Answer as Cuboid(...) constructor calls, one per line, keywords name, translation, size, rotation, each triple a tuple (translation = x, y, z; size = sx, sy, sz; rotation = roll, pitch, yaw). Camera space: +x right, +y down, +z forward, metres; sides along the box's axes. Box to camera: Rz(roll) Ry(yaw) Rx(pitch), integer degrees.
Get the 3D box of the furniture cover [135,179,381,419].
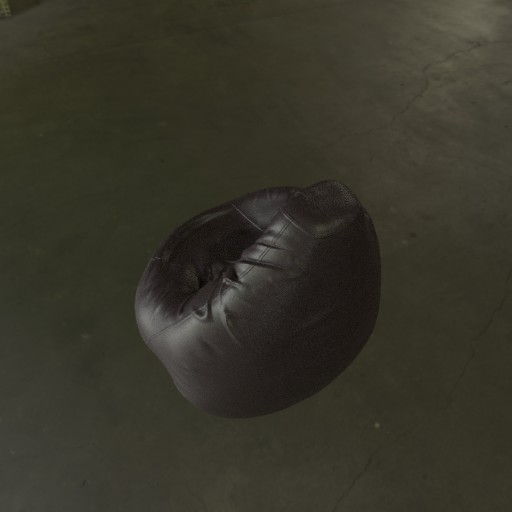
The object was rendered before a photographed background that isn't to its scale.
Cuboid(name="furniture cover", translation=(0.000, 0.000, 1.867), size=(1.070, 0.990, 1.070), rotation=(-32, 54, -27))
